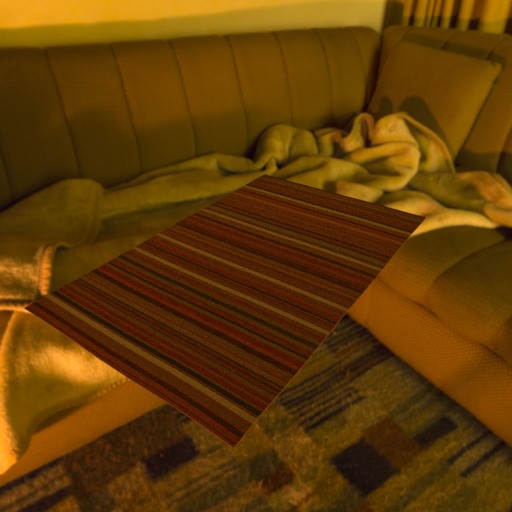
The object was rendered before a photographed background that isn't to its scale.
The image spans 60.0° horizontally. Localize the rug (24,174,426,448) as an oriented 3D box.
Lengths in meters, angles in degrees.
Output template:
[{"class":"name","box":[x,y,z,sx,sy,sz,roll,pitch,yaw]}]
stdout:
[{"class":"rug","box":[0.000,0.000,2.990,1.523,0.008,2.438,21,38,29]}]
